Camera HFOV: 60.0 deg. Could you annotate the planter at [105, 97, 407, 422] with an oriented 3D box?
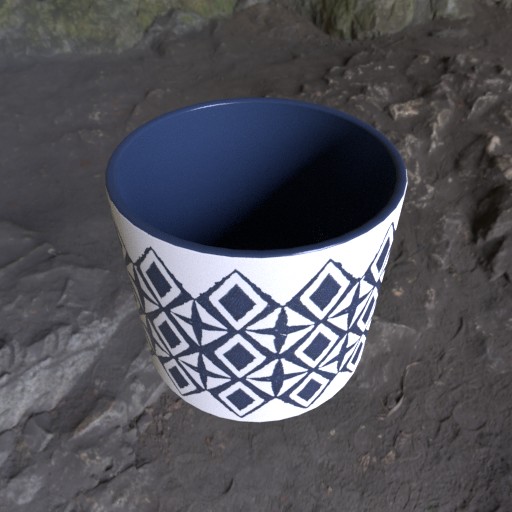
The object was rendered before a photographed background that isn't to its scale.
[{"bbox_3d":[0.000,0.000,0.327,0.182,0.165,0.182,0,43,0],"label":"planter"}]
